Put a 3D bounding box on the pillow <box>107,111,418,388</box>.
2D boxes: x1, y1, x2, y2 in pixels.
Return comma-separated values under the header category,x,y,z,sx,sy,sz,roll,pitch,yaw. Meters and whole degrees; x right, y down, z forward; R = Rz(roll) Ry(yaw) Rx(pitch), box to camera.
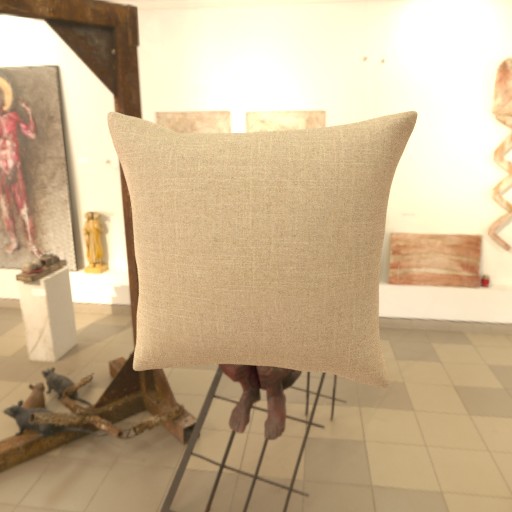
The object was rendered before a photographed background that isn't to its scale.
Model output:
category,x,y,z,sx,sy,sz,roll,pitch,yaw
pillow,0.000,0.000,0.641,0.414,0.399,0.173,2,16,7
